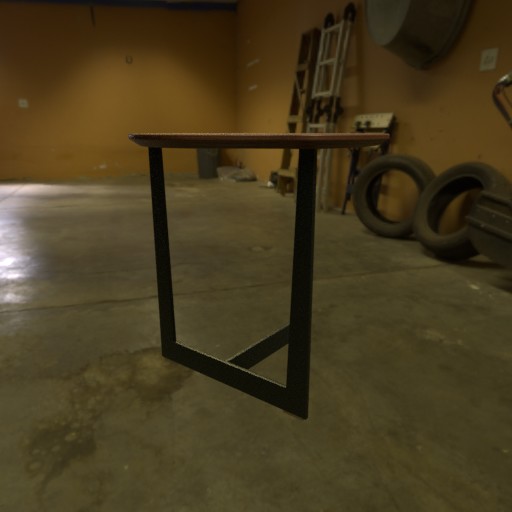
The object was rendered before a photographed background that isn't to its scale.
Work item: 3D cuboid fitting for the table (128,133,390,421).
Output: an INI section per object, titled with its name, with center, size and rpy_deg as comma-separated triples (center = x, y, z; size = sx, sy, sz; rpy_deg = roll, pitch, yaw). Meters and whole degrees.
[table]
center = 0.000, 0.000, 0.895
size = 0.477, 0.476, 0.494
rpy_deg = 8, 17, 26
